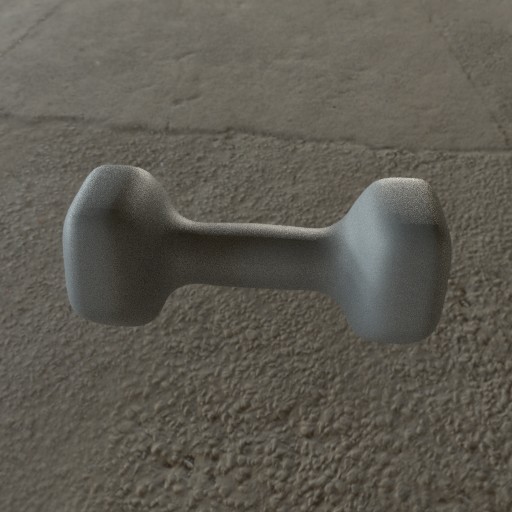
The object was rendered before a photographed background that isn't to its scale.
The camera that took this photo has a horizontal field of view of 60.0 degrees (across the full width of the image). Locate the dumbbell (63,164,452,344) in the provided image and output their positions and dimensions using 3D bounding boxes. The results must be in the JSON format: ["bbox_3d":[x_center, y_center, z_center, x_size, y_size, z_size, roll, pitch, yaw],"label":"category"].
[{"bbox_3d":[0.000,0.000,0.233,0.184,0.081,0.090,4,46,3],"label":"dumbbell"}]
